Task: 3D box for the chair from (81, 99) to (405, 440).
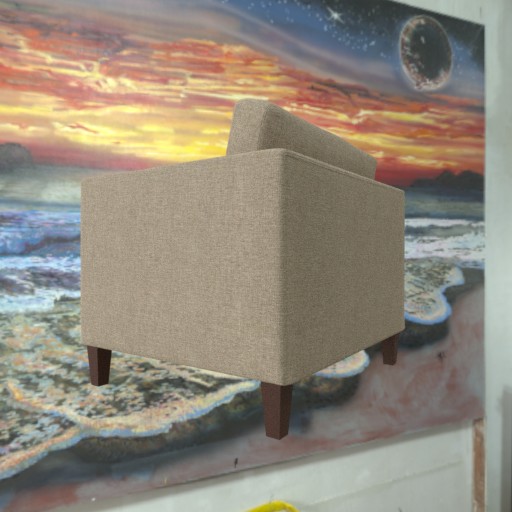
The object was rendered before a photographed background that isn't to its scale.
[{"bbox_3d":[0.000,0.000,1.870,0.959,0.987,1.107,1,1,35],"label":"chair"}]
